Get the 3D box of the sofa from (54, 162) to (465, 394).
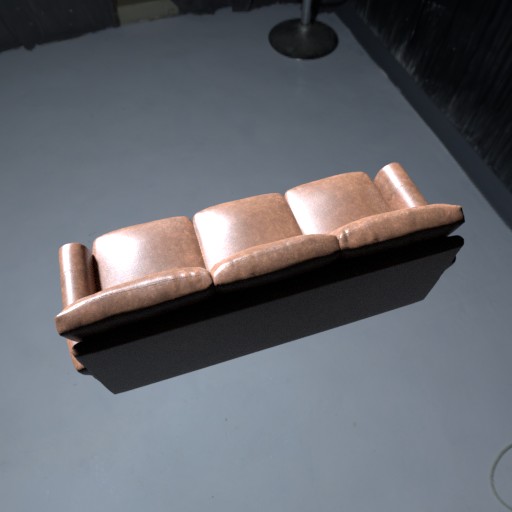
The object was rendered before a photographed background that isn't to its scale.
[{"bbox_3d":[0.000,0.000,2.818,2.351,0.977,0.973,-15,59,-9],"label":"sofa"}]
